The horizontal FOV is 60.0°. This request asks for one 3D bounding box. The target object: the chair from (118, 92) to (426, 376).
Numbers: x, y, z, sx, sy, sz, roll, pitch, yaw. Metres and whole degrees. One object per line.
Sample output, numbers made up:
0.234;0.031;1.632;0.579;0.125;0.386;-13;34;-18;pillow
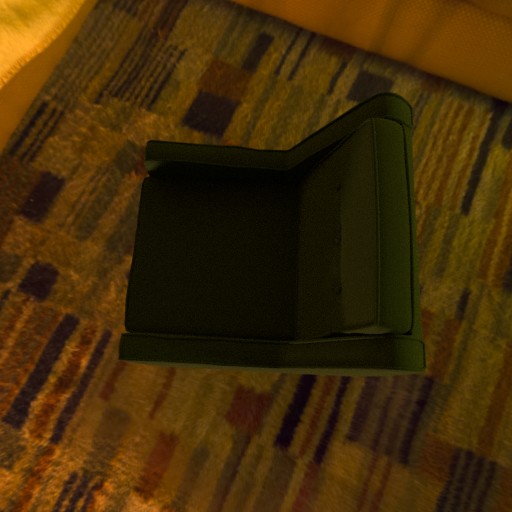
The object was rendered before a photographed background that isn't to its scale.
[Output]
0.000;0.000;1.321;0.743;0.792;0.663;3;74;1;chair
